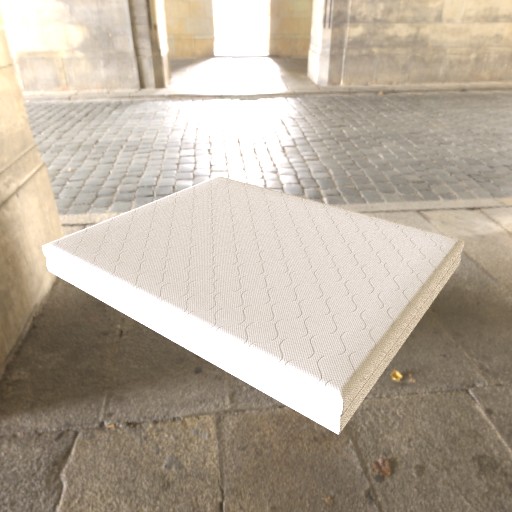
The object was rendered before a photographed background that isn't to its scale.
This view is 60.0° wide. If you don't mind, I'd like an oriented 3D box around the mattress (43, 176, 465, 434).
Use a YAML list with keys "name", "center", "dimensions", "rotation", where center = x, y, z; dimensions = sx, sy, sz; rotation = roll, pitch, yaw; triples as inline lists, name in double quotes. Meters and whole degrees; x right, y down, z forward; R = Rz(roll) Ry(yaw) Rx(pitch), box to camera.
- name: "mattress"
  center: [0.000, 0.000, 2.712]
  dimensions: [2.000, 0.200, 1.600]
  rotation: [20, 35, 32]
